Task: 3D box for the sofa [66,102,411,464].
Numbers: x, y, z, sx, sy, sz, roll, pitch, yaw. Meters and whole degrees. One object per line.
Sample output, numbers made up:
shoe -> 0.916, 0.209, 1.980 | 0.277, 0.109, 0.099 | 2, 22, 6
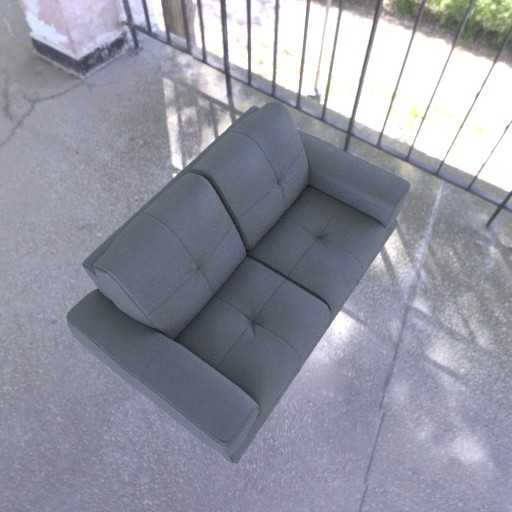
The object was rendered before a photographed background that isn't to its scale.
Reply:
sofa -> 0.000, 0.000, 2.410 | 1.018, 0.907, 1.806 | 31, 63, 18
